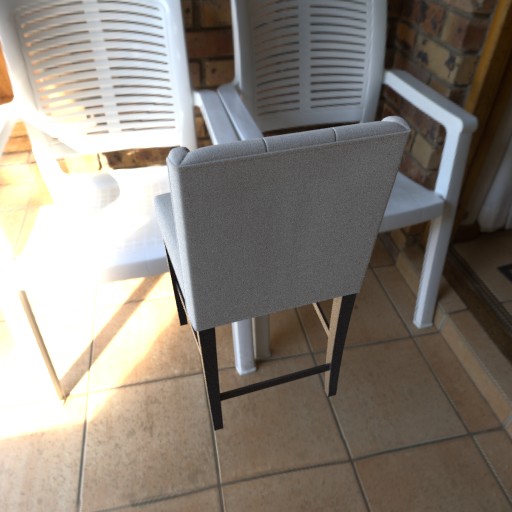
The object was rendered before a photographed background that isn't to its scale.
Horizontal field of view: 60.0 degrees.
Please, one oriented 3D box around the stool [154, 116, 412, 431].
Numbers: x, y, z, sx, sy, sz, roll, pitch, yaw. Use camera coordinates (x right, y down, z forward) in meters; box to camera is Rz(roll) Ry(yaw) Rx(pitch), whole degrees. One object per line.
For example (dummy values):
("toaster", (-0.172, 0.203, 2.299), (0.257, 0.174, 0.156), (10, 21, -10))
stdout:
("stool", (0.000, 0.000, 1.220), (0.474, 0.939, 0.509), (-12, 43, -13))
